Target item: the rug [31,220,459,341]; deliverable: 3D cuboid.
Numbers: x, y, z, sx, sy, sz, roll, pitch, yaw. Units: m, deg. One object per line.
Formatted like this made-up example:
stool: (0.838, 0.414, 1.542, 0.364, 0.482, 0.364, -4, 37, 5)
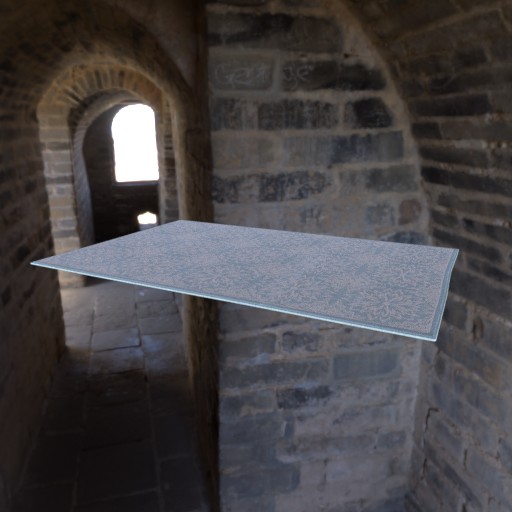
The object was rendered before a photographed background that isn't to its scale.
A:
rug: (0.000, 0.000, 3.389, 2.746, 0.018, 1.819, 8, 17, 26)
